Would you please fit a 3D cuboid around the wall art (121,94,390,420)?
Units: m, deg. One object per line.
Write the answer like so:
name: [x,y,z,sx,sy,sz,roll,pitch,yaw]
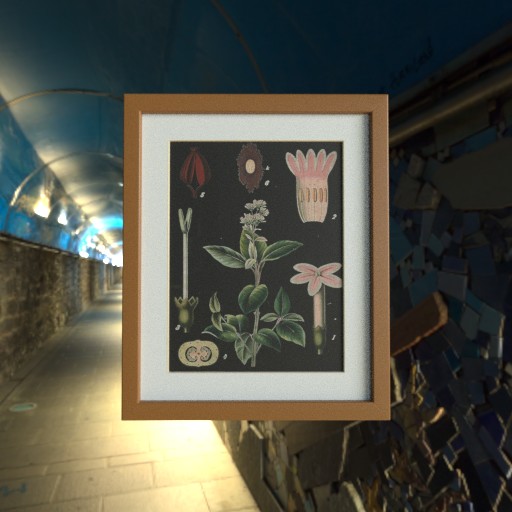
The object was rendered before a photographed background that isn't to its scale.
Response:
wall art: [0.000,0.000,0.755,0.449,0.550,0.021,0,-1,0]
